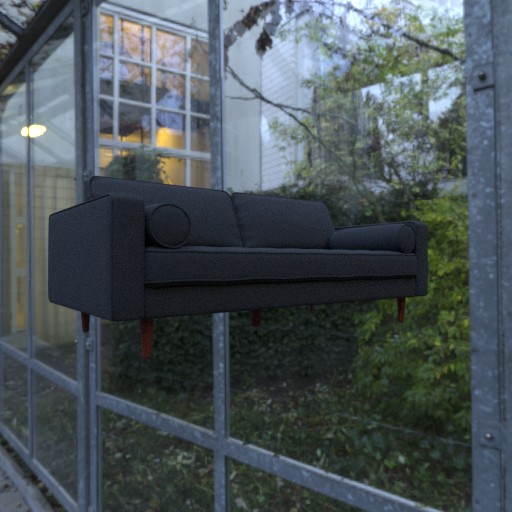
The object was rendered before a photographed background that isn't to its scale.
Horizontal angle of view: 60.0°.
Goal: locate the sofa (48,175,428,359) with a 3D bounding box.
[{"bbox_3d":[0.000,0.000,2.364,1.875,0.759,0.914,1,-1,-37],"label":"sofa"}]
